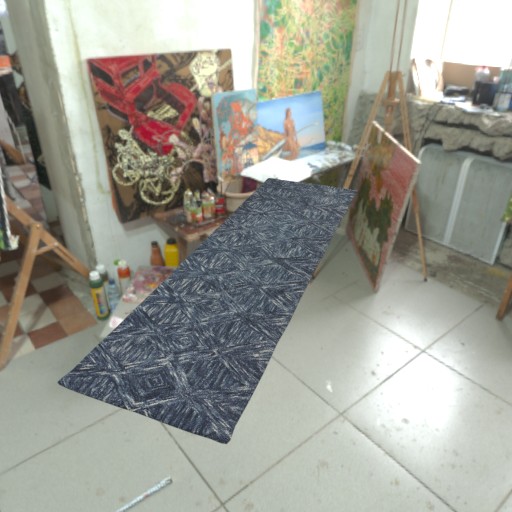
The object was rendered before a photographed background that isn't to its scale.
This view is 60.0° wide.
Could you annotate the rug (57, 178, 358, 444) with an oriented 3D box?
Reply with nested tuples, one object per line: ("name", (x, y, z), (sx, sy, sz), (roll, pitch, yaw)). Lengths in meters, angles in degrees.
("rug", (0.000, 0.000, 2.478), (0.719, 0.013, 2.306), (12, 33, 18))
